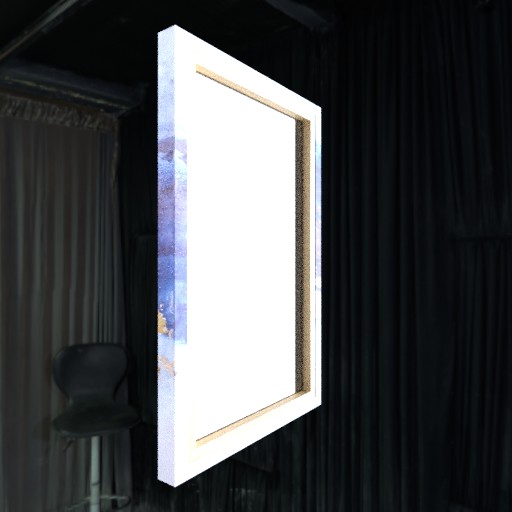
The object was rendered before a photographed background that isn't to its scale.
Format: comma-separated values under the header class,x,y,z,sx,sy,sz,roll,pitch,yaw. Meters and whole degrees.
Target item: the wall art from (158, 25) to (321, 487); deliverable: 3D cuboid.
class,x,y,z,sx,sy,sz,roll,pitch,yaw
wall art,0.000,0.000,1.087,0.048,0.874,0.583,0,0,36
